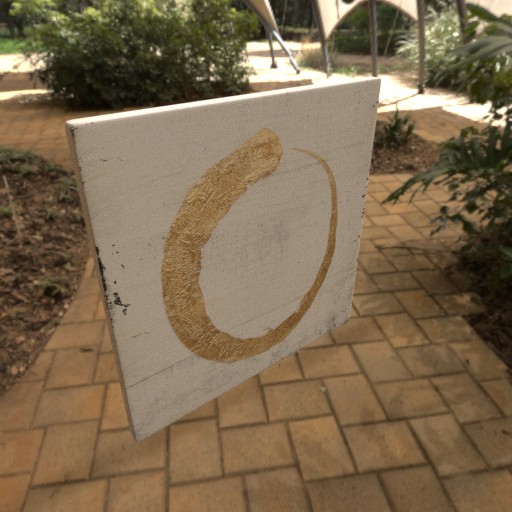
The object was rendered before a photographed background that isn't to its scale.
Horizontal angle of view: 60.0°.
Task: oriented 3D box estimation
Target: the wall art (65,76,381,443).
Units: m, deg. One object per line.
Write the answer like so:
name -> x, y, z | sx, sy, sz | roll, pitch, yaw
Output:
wall art -> 0.000, 0.000, 1.094 | 0.762, 0.762, 0.038 | -22, 37, -32
